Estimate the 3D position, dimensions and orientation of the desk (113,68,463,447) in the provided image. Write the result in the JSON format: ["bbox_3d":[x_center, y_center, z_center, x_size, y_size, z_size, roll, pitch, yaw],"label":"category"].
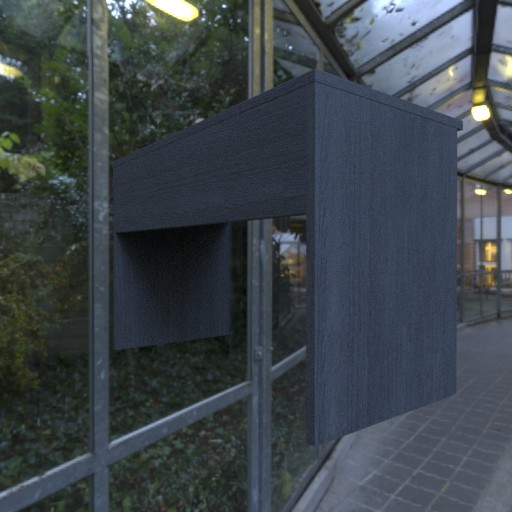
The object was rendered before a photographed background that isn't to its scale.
[{"bbox_3d":[0.000,0.000,1.459,0.557,0.729,1.099,0,1,-37],"label":"desk"}]
